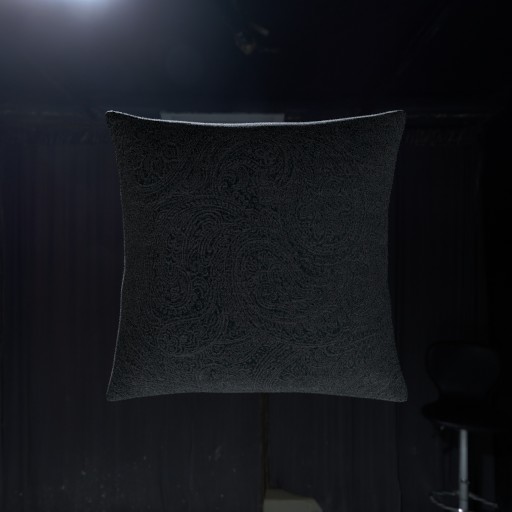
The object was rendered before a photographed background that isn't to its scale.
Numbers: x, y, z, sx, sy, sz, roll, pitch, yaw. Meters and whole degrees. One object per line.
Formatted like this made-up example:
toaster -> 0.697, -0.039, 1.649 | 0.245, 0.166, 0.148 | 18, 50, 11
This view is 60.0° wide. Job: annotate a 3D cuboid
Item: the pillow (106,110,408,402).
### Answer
pillow -> 0.000, 0.000, 0.774 | 0.526, 0.507, 0.166 | 0, -1, 1
